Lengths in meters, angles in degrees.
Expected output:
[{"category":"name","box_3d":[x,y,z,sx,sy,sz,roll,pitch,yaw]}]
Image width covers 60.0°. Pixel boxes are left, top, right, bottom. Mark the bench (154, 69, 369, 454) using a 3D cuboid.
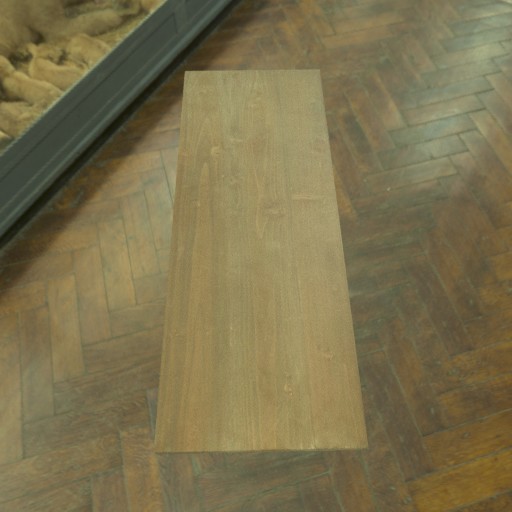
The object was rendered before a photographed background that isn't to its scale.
[{"category":"bench","box_3d":[0.000,0.000,1.424,0.458,0.458,1.183,-1,62,-1]}]
